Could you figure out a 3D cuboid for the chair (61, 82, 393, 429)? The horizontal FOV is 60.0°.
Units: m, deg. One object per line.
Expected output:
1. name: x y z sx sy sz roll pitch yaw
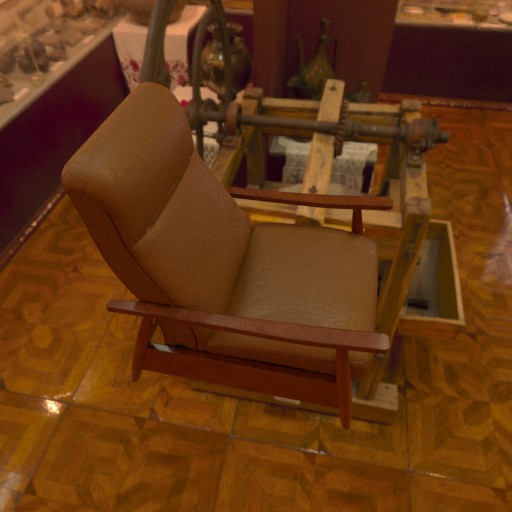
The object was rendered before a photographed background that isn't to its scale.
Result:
1. chair: 0.000 0.000 1.746 1.014 1.082 0.762 9 47 9
